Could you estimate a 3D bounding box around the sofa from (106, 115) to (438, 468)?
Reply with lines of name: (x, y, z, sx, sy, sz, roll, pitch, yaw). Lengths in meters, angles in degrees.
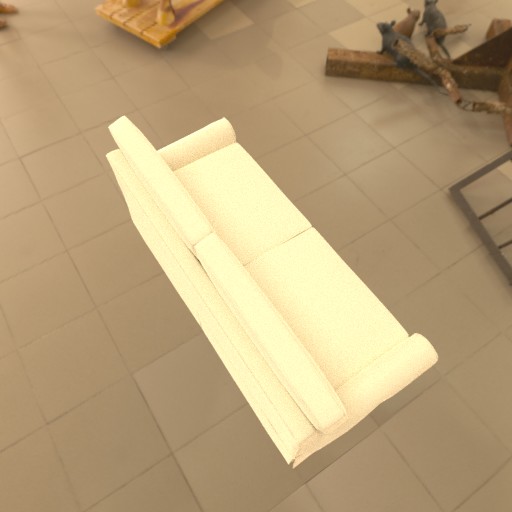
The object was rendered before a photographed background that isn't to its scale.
sofa: (0.000, 0.000, 2.512, 0.862, 0.937, 2.021, -30, 63, -17)
